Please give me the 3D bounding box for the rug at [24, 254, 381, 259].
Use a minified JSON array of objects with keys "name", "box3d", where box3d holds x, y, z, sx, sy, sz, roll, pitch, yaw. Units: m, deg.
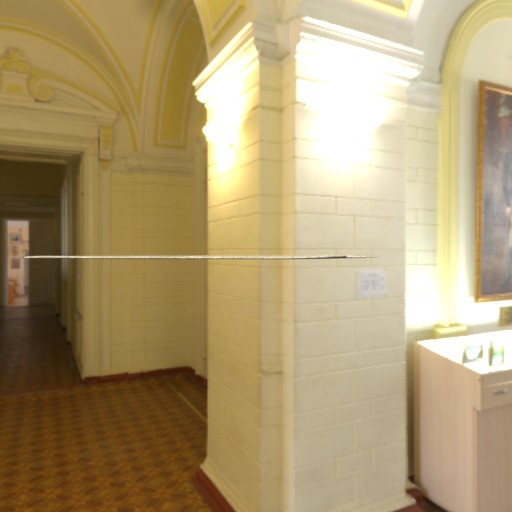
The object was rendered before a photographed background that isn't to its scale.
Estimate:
[{"name":"rug","box3d":[0.000,0.000,3.045,1.527,0.021,2.447,0,0,19]}]
